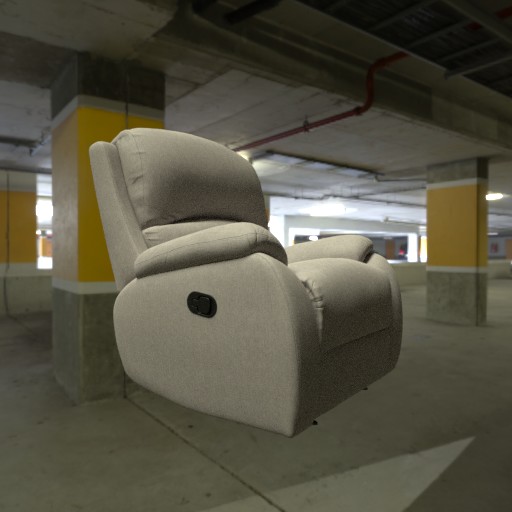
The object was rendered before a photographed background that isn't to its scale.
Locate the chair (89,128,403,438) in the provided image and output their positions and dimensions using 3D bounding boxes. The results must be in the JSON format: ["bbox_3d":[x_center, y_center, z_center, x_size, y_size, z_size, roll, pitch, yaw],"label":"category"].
[{"bbox_3d":[0.000,0.000,1.711,0.899,1.011,0.930,0,0,35],"label":"chair"}]
